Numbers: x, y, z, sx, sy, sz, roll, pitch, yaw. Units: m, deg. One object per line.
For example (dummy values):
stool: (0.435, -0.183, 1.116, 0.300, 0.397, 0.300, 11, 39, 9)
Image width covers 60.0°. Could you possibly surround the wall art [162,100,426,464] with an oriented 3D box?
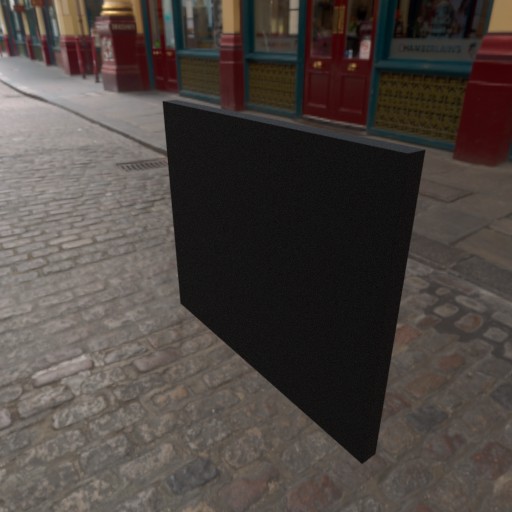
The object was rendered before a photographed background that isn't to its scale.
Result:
wall art: (0.000, 0.000, 0.761, 0.031, 0.457, 0.558, -18, 31, -33)
